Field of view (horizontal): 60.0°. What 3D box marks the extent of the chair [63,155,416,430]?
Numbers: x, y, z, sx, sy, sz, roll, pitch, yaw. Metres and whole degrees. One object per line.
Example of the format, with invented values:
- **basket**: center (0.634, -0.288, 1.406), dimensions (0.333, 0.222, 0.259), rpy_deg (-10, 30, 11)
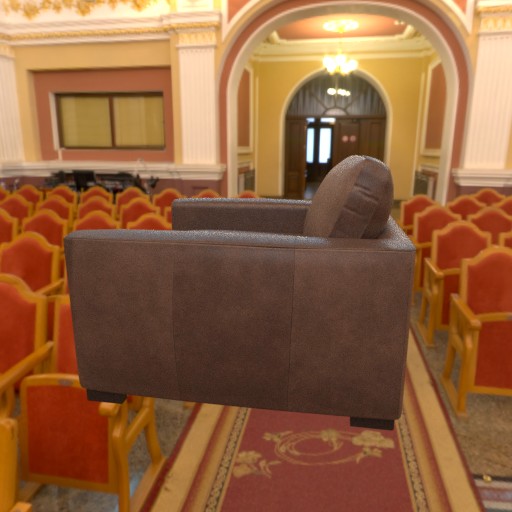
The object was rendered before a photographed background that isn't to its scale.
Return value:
- **chair**: center (0.000, 0.000, 1.811), dimensions (1.069, 0.812, 1.100), rpy_deg (2, 14, 10)
